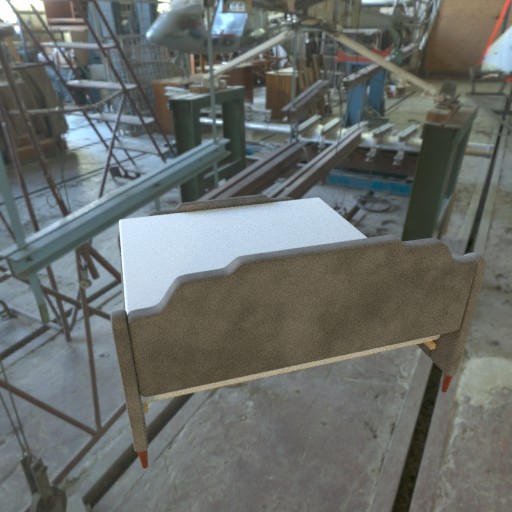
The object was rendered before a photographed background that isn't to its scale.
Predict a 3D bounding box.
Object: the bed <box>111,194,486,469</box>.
[{"bbox_3d":[0.000,0.000,3.434,2.074,1.245,2.340,-8,29,-15],"label":"bed"}]
